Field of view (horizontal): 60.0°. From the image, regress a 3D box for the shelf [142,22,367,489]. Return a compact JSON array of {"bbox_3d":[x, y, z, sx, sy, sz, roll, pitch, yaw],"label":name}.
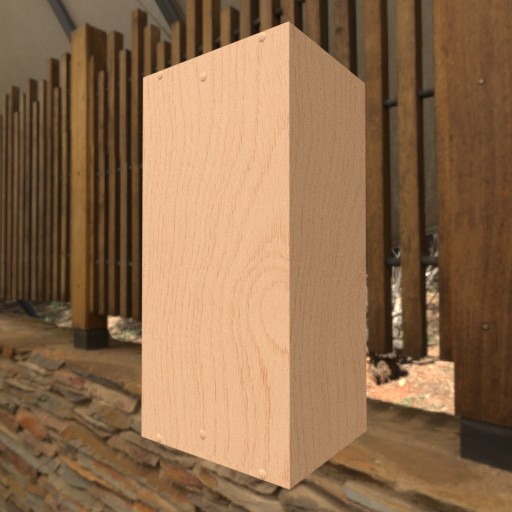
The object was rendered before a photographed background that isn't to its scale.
[{"bbox_3d":[0.000,0.000,0.753,0.290,0.600,0.250,-1,-1,37],"label":"shelf"}]
